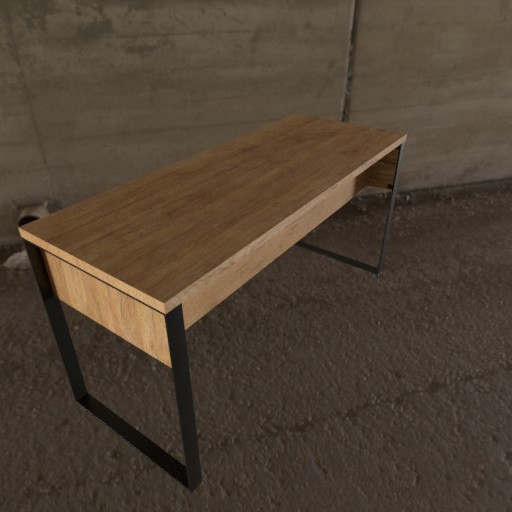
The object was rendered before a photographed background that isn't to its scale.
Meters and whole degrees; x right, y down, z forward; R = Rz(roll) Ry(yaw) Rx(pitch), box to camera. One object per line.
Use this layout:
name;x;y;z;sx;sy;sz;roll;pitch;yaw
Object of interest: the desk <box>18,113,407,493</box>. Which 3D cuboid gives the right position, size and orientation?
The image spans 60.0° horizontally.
desk;0.000;0.000;1.853;0.600;0.760;1.520;21;38;30
